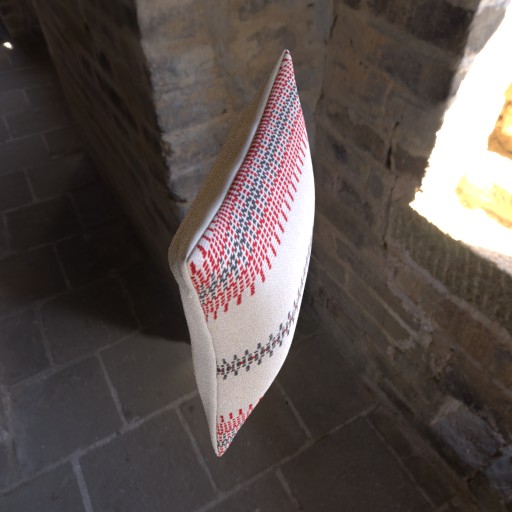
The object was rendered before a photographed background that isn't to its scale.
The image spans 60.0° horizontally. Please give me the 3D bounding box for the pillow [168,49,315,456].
[{"bbox_3d":[0.000,0.000,0.693,0.160,0.454,0.463,10,47,9],"label":"pillow"}]
